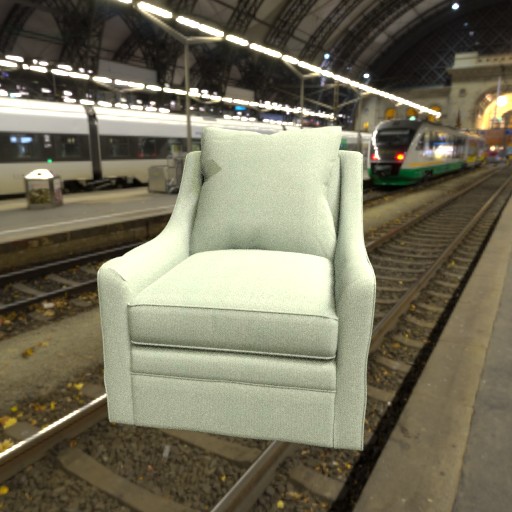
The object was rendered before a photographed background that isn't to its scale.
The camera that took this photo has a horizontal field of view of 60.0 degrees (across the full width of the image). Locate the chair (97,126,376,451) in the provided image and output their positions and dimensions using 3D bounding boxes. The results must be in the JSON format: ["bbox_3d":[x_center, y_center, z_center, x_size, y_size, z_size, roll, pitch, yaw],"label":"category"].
[{"bbox_3d":[0.000,0.000,1.584,0.760,0.926,0.870,2,14,10],"label":"chair"}]
